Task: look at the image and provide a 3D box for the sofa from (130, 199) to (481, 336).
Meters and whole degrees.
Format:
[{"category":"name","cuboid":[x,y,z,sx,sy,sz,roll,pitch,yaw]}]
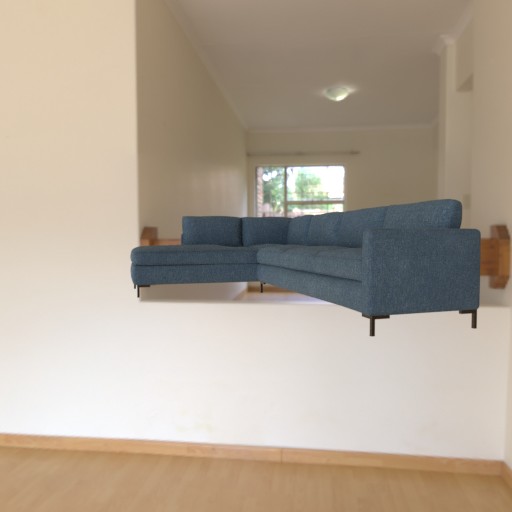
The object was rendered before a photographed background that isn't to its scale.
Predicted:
[{"category":"sofa","cuboid":[0.000,0.000,3.806,2.007,0.815,2.949,-1,2,-18]}]
